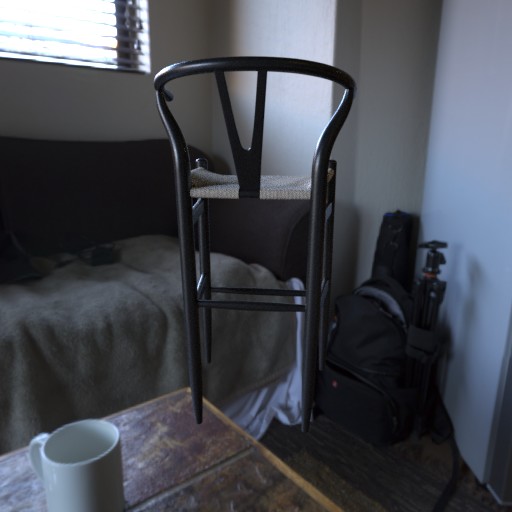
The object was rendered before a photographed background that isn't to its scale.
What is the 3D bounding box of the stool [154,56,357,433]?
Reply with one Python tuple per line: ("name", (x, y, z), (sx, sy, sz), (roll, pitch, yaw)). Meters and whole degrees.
("stool", (0.000, 0.000, 1.393), (0.569, 1.072, 0.579), (2, 15, 7))
